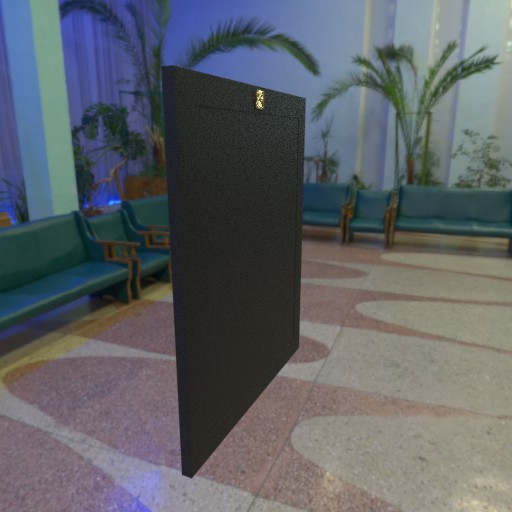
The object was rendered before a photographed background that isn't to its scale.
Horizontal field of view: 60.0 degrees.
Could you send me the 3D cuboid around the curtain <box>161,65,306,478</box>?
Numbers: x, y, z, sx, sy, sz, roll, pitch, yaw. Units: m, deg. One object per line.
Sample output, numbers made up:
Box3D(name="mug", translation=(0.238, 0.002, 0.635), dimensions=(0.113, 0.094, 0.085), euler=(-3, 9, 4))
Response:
Box3D(name="curtain", translation=(0.000, 0.000, 0.814), dimensions=(0.027, 0.585, 0.483), euler=(7, 16, 24))
